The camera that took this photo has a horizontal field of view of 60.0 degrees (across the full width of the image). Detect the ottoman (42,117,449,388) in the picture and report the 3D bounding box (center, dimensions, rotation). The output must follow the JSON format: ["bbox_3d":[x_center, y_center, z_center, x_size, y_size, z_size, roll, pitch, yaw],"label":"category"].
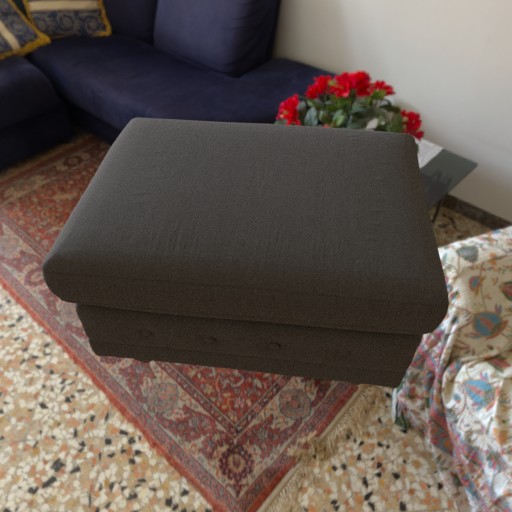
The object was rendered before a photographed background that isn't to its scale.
[{"bbox_3d":[0.000,0.000,1.131,0.771,0.500,0.569,5,47,5],"label":"ottoman"}]
